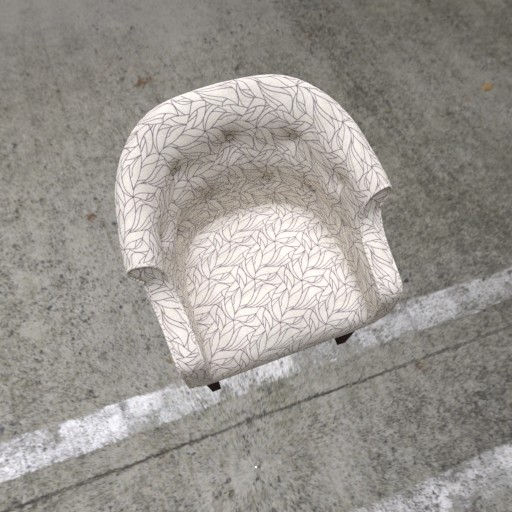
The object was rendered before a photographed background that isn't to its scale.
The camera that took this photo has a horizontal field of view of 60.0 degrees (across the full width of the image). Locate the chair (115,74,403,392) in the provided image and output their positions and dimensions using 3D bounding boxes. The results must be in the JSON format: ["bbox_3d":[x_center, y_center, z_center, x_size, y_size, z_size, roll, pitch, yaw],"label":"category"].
[{"bbox_3d":[0.000,0.000,1.346,0.686,0.858,0.613,-18,66,-9],"label":"chair"}]
